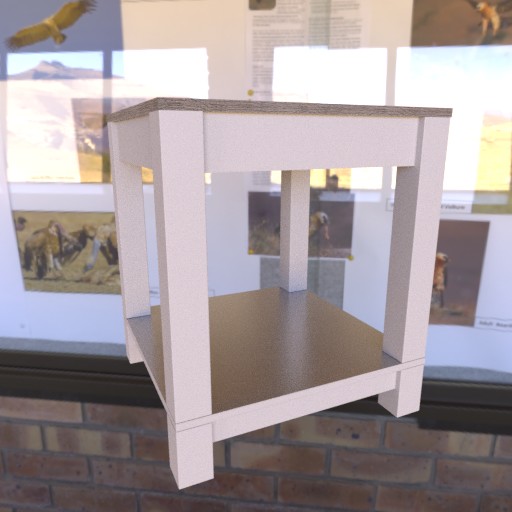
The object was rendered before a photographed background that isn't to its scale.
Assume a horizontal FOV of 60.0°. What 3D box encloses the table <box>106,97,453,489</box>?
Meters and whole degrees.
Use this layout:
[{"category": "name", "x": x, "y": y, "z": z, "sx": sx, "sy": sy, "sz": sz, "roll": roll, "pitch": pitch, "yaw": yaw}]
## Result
[{"category": "table", "x": 0.000, "y": 0.000, "z": 0.949, "sx": 0.504, "sy": 0.587, "sz": 0.506, "roll": -7, "pitch": 16, "yaw": -24}]
